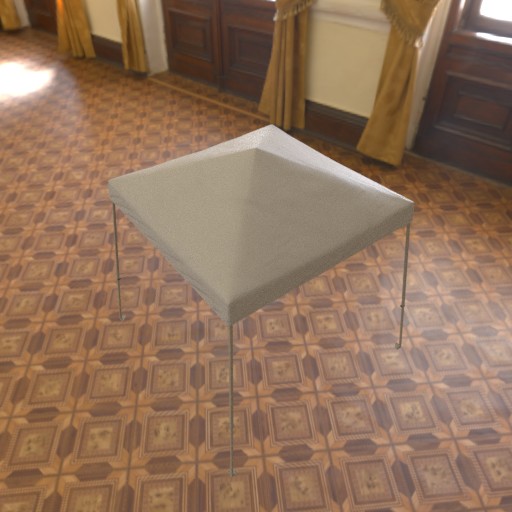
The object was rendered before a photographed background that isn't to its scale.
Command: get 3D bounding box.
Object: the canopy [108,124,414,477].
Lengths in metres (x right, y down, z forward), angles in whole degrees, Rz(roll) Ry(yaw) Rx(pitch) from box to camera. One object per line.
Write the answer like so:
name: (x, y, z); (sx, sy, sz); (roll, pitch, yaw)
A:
canopy: (0.000, 0.000, 6.748); (3.599, 3.600, 3.600); (-27, 48, -27)
